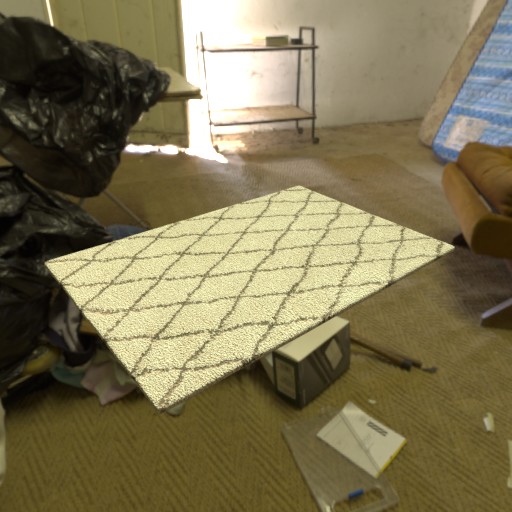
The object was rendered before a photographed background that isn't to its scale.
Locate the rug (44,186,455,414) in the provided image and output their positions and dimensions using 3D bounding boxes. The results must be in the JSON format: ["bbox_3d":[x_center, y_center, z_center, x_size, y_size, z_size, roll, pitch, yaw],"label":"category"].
[{"bbox_3d":[0.000,0.000,2.314,1.778,0.030,1.219,-21,36,-33],"label":"rug"}]
